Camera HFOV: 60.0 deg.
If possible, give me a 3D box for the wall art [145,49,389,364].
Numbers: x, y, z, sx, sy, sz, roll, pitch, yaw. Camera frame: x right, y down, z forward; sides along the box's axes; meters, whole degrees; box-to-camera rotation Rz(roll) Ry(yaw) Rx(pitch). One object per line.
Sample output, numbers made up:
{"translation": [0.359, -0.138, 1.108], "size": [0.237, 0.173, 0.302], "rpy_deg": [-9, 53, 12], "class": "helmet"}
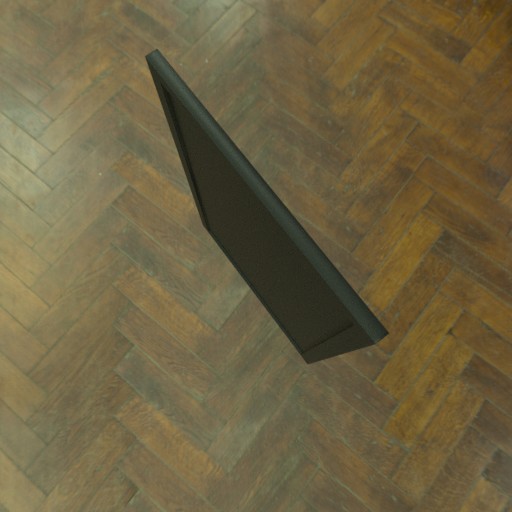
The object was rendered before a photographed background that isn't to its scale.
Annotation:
{"translation": [0.000, 0.000, 0.556], "size": [0.013, 0.431, 0.303], "rpy_deg": [-36, 77, -9], "class": "wall art"}
